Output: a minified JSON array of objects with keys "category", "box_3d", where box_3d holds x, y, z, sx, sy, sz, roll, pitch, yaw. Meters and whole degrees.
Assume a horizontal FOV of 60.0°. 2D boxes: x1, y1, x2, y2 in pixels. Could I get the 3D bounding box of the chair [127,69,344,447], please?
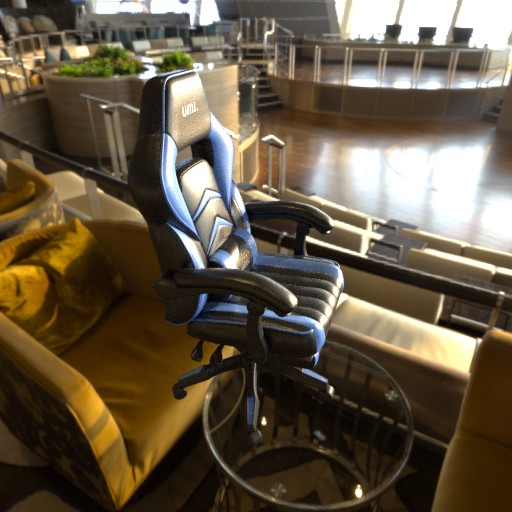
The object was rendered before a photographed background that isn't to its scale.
[{"category":"chair","box_3d":[0.000,0.000,1.685,0.700,1.280,0.700,10,31,17]}]
